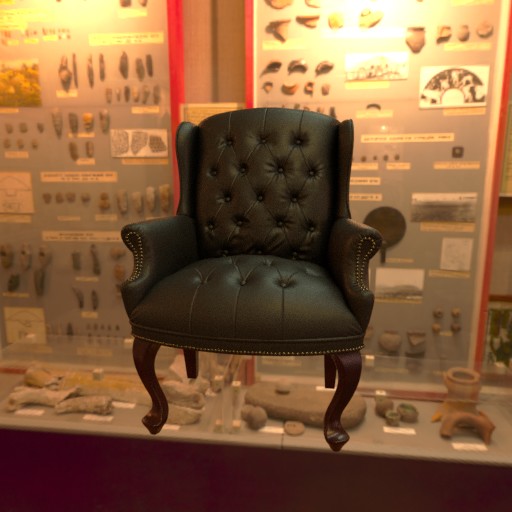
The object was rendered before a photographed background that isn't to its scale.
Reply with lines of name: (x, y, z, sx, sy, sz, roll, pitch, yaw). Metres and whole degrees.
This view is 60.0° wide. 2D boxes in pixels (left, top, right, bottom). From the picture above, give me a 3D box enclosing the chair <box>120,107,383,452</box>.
chair: (0.000, 0.000, 1.629, 0.838, 1.111, 0.762, 2, 12, 8)
